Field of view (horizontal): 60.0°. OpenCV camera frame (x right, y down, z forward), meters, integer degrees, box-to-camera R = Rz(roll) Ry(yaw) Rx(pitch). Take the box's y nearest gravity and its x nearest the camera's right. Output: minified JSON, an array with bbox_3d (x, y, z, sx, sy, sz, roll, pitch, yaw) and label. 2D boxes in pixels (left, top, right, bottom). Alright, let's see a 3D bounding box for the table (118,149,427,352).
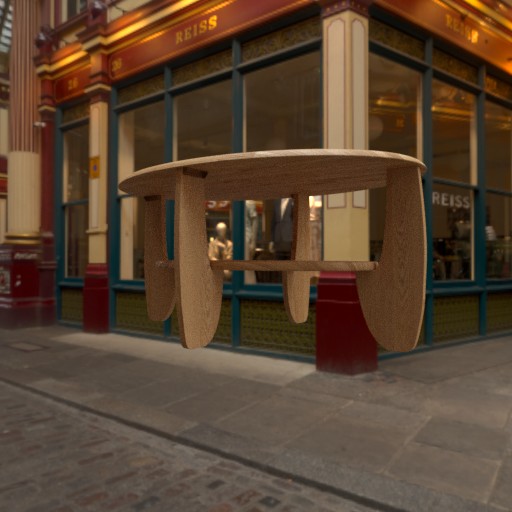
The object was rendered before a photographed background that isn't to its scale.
[{"bbox_3d":[0.000,0.000,1.407,1.040,0.490,0.690,0,0,36],"label":"table"}]
